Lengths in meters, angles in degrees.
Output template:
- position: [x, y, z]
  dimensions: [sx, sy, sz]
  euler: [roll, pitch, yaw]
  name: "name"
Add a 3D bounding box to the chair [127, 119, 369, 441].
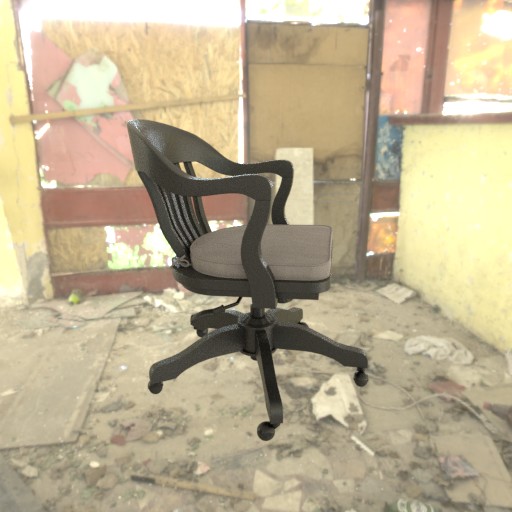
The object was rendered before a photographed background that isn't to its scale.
- position: [0.000, 0.000, 1.486]
  dimensions: [0.788, 0.878, 0.750]
  euler: [3, 16, 10]
  name: "chair"
